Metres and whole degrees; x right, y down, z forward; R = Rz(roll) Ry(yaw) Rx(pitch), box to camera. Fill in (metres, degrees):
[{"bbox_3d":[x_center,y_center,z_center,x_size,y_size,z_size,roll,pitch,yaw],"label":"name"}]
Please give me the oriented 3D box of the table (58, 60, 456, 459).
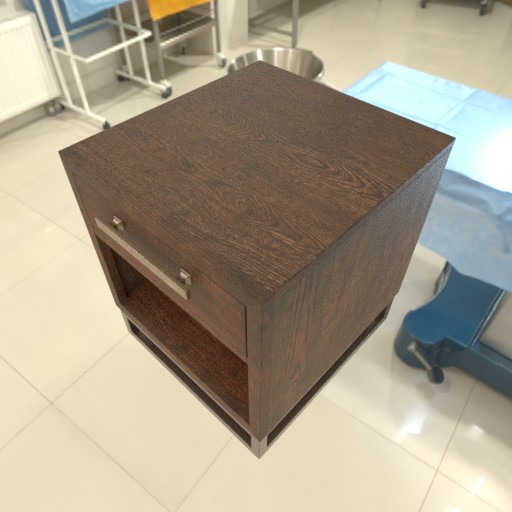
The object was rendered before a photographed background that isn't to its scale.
[{"bbox_3d":[0.000,0.000,1.024,0.506,0.582,0.566,34,55,28],"label":"table"}]
